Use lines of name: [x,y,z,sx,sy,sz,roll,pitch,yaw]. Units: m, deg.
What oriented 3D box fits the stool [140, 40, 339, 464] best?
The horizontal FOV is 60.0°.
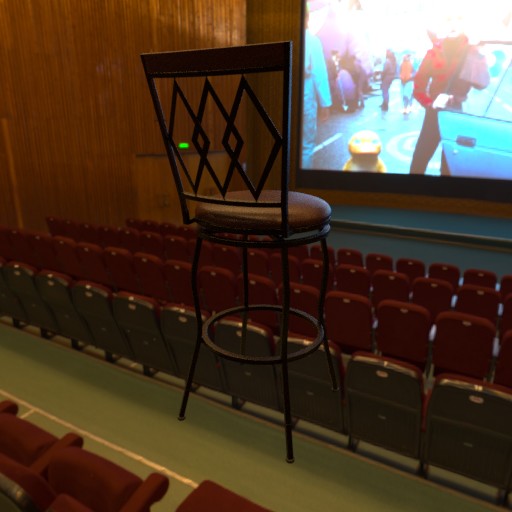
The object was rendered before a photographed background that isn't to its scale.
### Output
stool: [0.000,0.000,1.381,0.432,1.134,0.521,9,19,27]
